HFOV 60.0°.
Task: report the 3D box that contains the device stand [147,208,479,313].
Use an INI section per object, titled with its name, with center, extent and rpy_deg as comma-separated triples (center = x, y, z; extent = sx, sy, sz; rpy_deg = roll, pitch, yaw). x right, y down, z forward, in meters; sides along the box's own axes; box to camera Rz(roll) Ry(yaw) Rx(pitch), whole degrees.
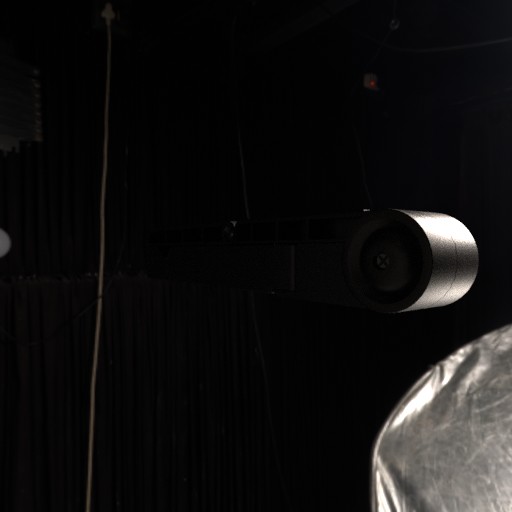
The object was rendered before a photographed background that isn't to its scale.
[device stand]
center = 0.000, 0.000, 0.191
extent = 0.026, 0.030, 0.179
rpy_deg = -1, 1, -37
